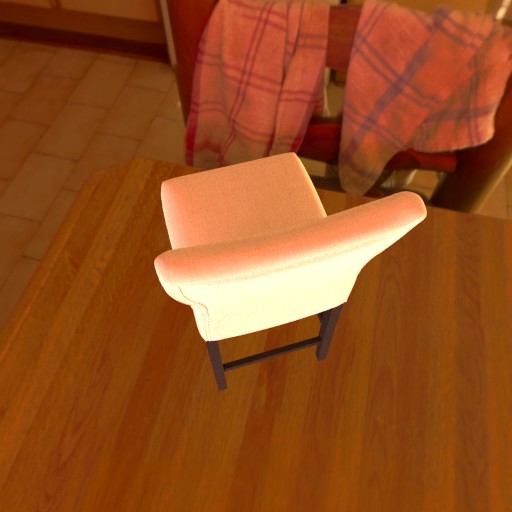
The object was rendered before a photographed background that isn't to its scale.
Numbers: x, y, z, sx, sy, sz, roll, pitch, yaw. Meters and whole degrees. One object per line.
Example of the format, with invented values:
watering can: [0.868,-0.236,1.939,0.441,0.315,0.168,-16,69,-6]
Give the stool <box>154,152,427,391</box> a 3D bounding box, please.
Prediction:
stool: [0.000,0.000,1.314,0.514,0.972,0.603,-14,60,-9]
